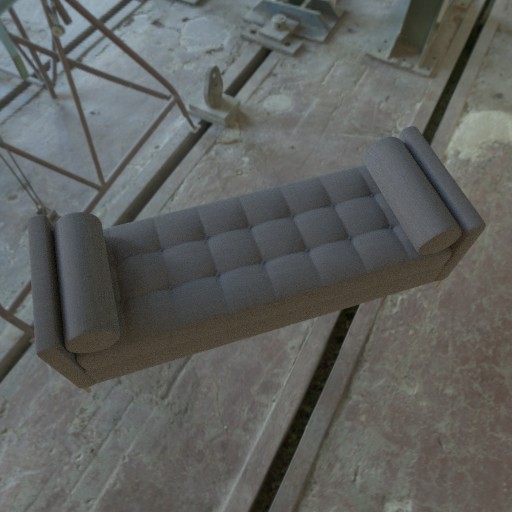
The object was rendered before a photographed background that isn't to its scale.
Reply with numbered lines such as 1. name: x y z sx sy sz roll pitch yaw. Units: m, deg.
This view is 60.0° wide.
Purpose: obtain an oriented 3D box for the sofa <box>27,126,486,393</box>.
1. sofa: 0.000 0.000 2.262 1.981 0.635 0.686 -15 60 -9
